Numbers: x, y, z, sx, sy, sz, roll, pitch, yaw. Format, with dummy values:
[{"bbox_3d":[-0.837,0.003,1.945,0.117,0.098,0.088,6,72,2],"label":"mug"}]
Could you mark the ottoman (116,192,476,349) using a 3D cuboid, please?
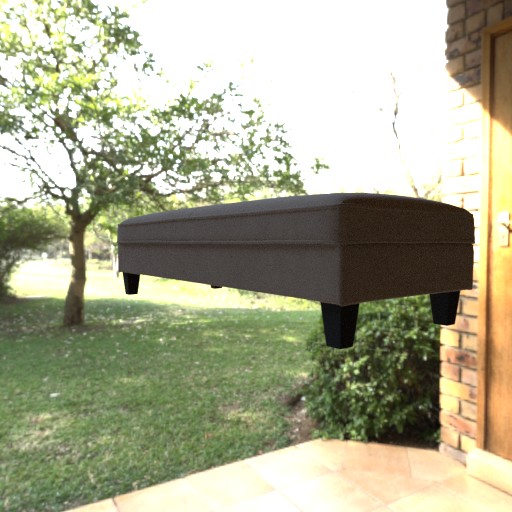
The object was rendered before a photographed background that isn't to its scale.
[{"bbox_3d":[0.000,0.000,2.043,0.735,0.460,1.726,-1,2,-37],"label":"ottoman"}]
